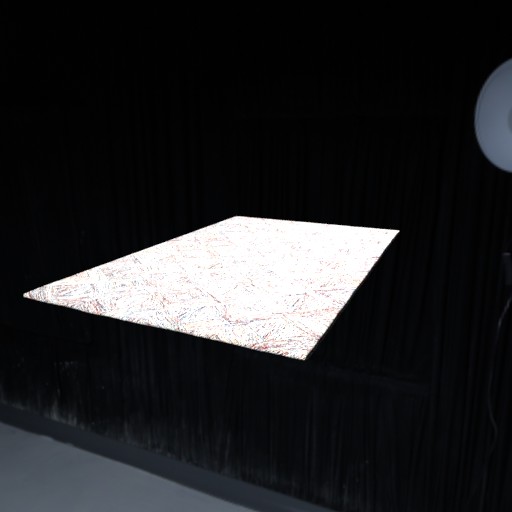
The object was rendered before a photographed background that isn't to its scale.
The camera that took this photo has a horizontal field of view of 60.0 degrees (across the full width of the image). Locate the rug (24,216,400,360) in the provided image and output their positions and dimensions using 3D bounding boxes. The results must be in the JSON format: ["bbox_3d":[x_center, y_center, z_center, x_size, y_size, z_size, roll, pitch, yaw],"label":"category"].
[{"bbox_3d":[0.000,0.000,2.204,1.143,0.014,1.761,7,17,24],"label":"rug"}]
